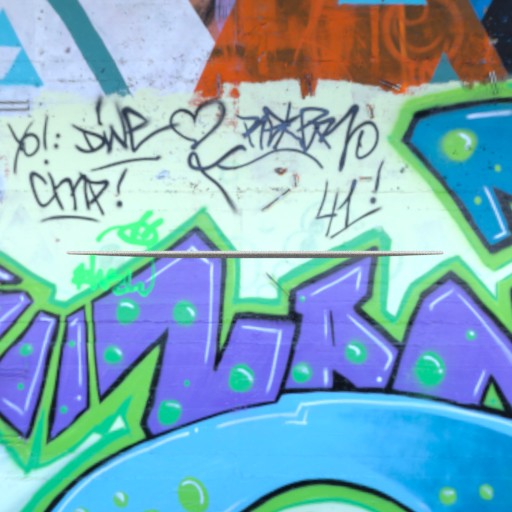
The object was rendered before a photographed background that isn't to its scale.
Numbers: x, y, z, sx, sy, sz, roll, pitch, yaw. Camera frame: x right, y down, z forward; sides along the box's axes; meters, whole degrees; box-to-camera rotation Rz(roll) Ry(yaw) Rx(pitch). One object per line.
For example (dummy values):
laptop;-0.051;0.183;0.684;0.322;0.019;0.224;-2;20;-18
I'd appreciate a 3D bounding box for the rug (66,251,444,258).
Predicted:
rug;0.000;0.000;2.913;1.528;0.014;2.294;0;-1;0
